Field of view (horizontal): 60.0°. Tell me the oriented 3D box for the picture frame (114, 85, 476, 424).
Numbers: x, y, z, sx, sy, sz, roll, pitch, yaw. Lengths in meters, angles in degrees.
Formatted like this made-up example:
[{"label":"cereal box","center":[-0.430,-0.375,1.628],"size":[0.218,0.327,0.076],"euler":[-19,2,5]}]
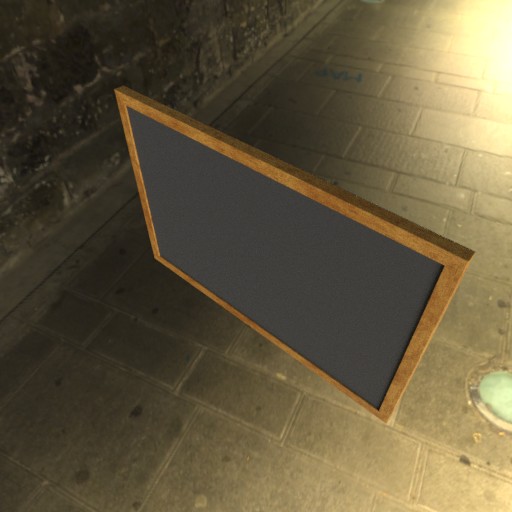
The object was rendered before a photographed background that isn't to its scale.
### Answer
[{"label":"picture frame","center":[0.000,0.000,1.149],"size":[0.922,0.621,0.029],"euler":[32,54,27]}]
